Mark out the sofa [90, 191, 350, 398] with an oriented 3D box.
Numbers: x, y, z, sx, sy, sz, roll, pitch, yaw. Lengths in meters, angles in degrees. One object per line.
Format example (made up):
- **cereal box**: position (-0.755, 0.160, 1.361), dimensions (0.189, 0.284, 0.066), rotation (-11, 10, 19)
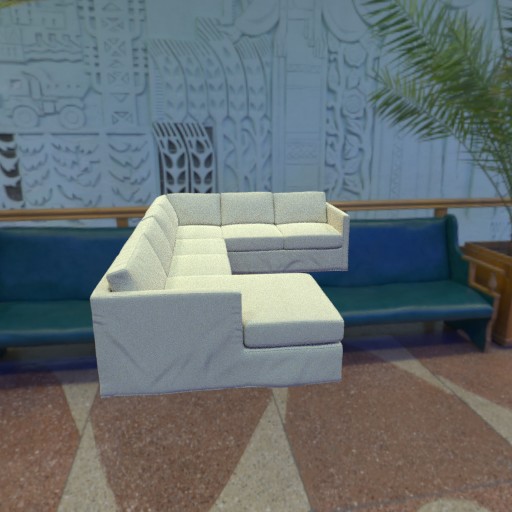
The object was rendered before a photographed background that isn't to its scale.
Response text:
- **sofa**: position (0.000, 0.000, 4.480), dimensions (2.448, 0.882, 3.464), rotation (-2, 16, -7)
